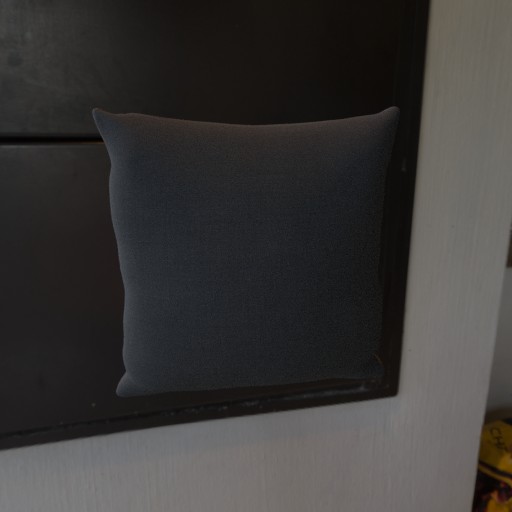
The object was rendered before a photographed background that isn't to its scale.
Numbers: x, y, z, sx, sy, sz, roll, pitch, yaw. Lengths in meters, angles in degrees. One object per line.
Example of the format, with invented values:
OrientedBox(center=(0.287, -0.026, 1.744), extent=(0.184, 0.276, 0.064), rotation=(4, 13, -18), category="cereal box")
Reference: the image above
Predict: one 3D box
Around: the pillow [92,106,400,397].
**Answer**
OrientedBox(center=(0.000, 0.000, 0.768), extent=(0.503, 0.496, 0.208), rotation=(-2, 14, -8), category="pillow")
